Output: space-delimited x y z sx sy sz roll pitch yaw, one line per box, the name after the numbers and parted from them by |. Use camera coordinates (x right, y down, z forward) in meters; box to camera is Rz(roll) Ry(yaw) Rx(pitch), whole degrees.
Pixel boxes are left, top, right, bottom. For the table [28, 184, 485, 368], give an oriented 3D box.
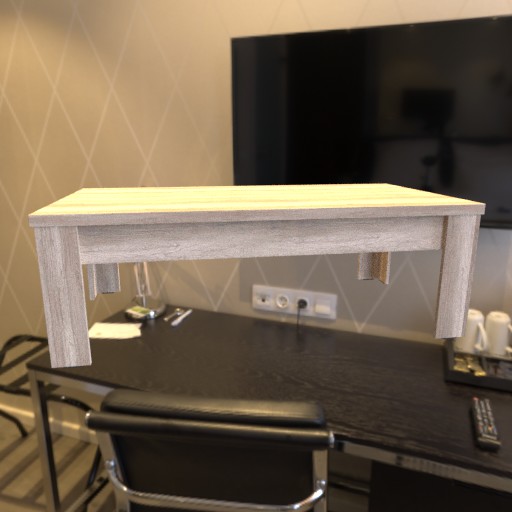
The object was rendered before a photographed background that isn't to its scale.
0.000 0.000 1.680 1.350 0.460 0.700 -2 15 -9 | table
